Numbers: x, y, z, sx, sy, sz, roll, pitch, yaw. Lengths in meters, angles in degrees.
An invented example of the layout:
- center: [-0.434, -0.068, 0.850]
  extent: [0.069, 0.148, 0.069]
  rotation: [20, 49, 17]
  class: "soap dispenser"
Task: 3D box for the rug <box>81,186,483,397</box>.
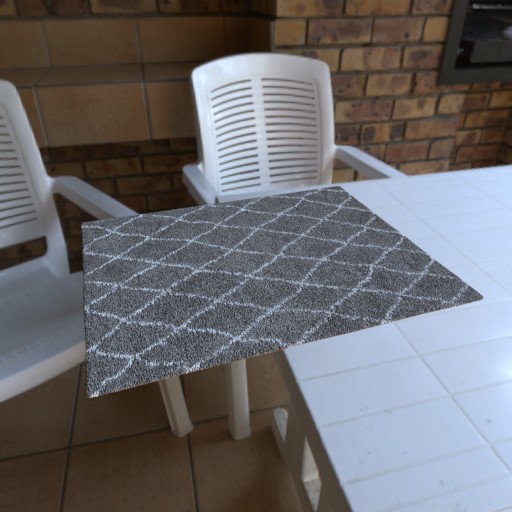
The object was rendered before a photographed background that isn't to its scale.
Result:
- center: [0.000, 0.000, 4.109]
  extent: [3.047, 0.029, 2.438]
  rotation: [-10, 33, -16]
  class: "rug"
